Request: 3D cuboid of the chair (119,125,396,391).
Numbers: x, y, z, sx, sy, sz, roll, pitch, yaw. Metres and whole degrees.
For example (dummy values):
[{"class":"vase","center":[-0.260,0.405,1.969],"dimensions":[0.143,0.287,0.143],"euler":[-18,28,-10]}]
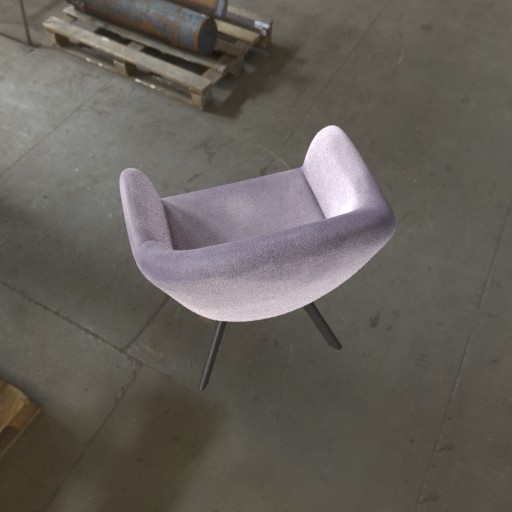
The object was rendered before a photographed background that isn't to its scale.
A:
[{"class":"chair","center":[0.000,0.000,1.162],"dimensions":[0.570,0.780,0.540],"euler":[-14,58,-9]}]
